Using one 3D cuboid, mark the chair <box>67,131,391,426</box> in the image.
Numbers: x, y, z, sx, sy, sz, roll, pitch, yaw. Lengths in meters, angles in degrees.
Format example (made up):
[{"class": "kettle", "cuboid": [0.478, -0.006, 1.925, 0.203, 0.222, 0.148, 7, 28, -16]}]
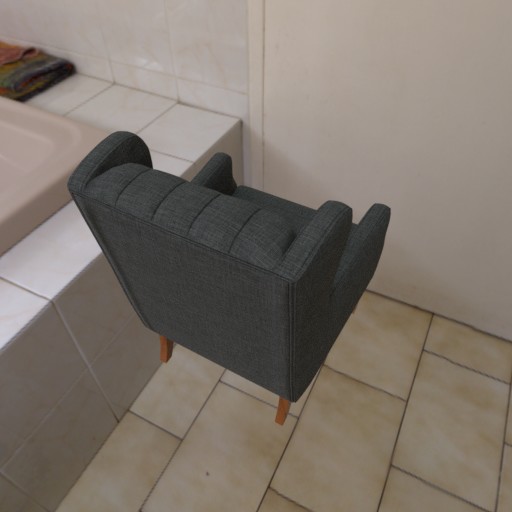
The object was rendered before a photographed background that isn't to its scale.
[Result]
[{"class": "chair", "cuboid": [0.000, 0.000, 1.497, 0.711, 0.953, 0.775, 22, 50, 20]}]
